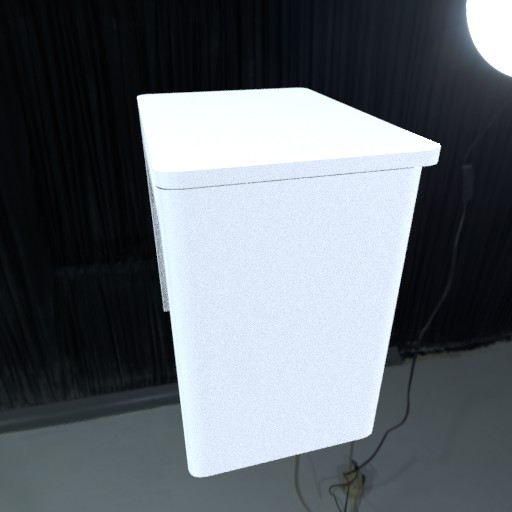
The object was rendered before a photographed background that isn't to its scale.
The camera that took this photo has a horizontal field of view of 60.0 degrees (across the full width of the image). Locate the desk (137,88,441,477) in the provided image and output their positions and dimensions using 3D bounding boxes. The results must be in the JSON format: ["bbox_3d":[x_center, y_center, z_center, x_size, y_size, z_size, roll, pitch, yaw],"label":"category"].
[{"bbox_3d":[0.000,0.000,1.293,0.549,0.800,0.762,-8,30,-13],"label":"desk"}]
